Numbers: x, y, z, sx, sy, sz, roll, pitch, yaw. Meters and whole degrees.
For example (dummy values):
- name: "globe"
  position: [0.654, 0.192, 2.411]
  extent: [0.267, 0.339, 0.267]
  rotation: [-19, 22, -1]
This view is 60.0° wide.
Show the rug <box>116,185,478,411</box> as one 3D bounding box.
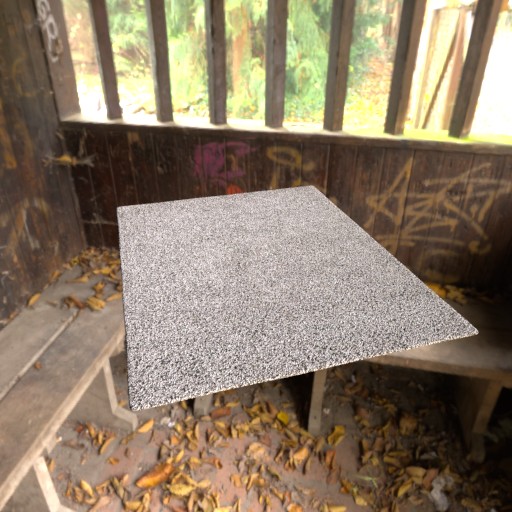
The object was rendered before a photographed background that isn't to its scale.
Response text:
- name: "rug"
  position: [0.000, 0.000, 4.133]
  extent: [2.438, 0.029, 3.047]
  rotation: [-8, 31, -14]
